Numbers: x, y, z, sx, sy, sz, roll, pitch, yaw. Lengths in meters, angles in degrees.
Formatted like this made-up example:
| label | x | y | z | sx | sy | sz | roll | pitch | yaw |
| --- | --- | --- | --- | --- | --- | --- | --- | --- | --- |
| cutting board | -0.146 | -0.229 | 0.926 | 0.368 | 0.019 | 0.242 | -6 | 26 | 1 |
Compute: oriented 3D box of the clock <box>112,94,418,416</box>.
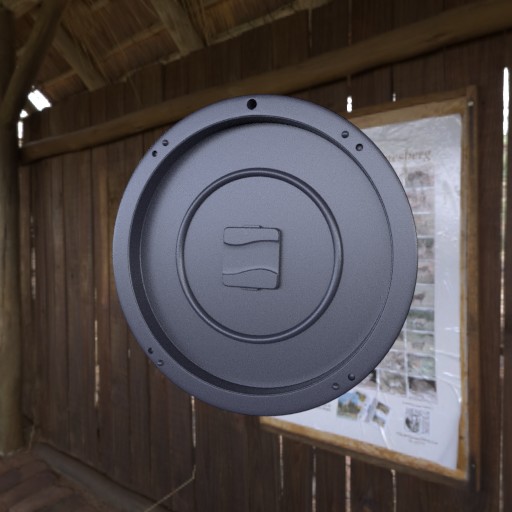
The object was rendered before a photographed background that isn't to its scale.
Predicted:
| label | x | y | z | sx | sy | sz | roll | pitch | yaw |
| --- | --- | --- | --- | --- | --- | --- | --- | --- | --- |
| clock | 0.000 | 0.000 | 0.438 | 0.300 | 0.300 | 0.060 | 1 | 2 | 19 |
